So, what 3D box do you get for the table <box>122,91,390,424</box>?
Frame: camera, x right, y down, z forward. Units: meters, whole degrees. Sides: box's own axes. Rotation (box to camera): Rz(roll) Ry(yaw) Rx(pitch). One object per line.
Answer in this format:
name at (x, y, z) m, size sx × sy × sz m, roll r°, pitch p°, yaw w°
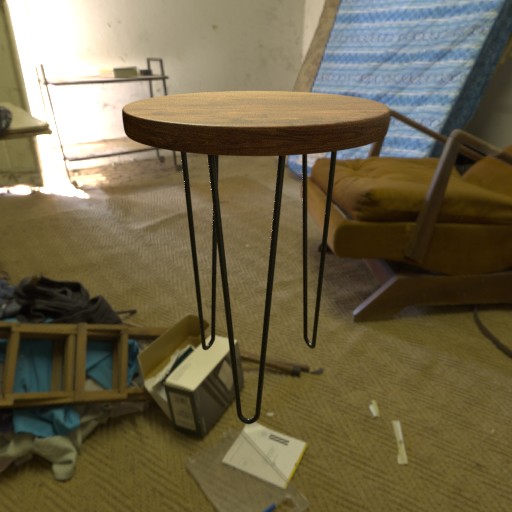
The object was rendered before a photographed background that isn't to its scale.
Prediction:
table at (0.000, 0.000, 0.795) m, size 0.400 × 0.520 × 0.400 m, roll 0°, pitch 26°, yaw 0°
